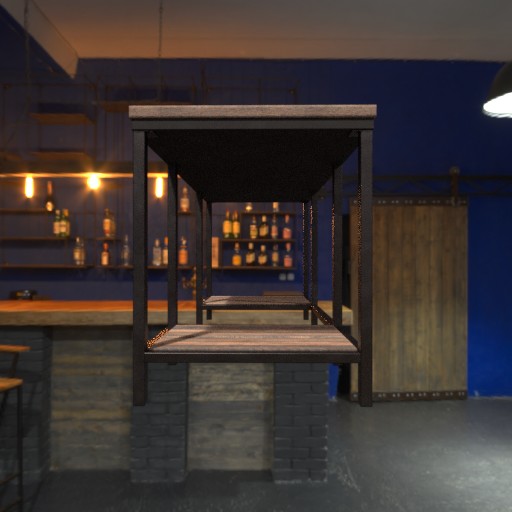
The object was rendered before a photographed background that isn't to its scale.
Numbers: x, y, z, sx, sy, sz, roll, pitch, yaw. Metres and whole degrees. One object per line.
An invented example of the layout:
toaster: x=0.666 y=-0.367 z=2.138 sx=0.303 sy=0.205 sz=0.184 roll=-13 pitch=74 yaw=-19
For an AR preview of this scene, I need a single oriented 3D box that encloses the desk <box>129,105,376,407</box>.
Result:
desk: x=0.000 y=0.000 z=1.874 sx=0.617 sy=0.753 sz=1.538 roll=0 pitch=0 yaw=1
